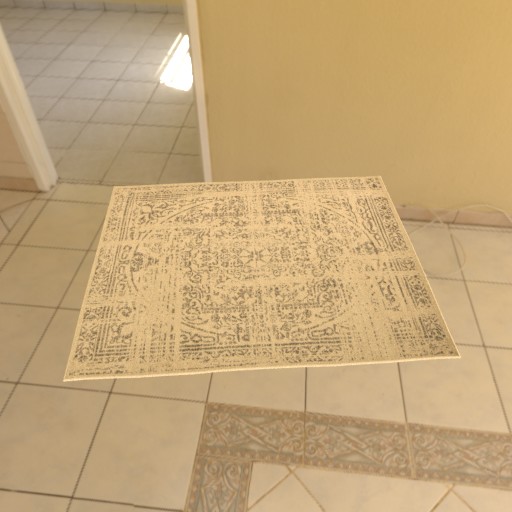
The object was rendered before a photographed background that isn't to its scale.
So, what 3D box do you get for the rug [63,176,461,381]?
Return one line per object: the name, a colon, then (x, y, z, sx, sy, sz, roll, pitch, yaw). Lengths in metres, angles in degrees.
rug: (0.000, 0.000, 4.020, 2.921, 0.032, 2.311, -3, 46, -3)
